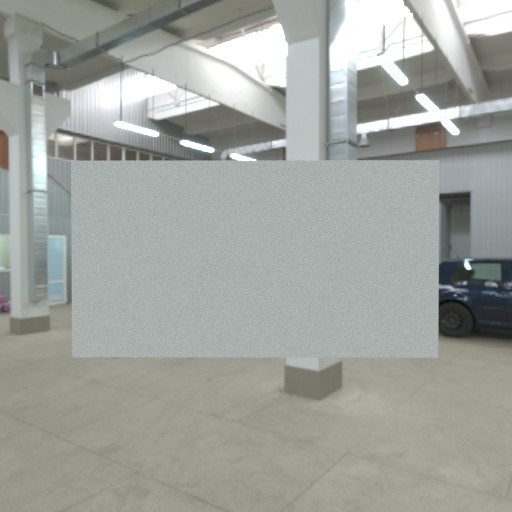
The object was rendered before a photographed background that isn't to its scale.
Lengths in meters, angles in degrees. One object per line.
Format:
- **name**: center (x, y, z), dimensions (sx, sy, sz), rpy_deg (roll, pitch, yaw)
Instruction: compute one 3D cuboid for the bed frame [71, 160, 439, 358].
- **bed frame**: center (0.000, 0.000, 2.773), dimensions (1.490, 0.800, 1.950), rpy_deg (0, 1, 0)
